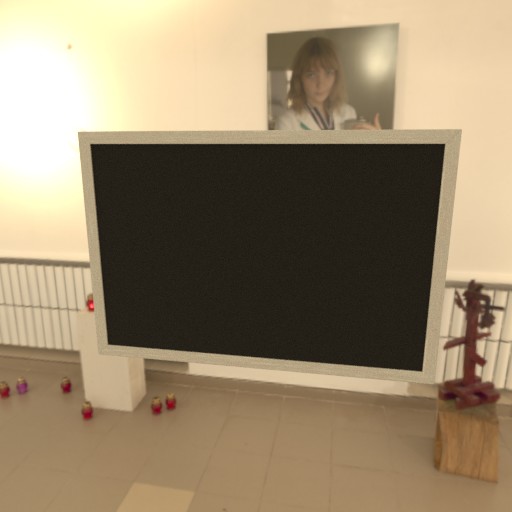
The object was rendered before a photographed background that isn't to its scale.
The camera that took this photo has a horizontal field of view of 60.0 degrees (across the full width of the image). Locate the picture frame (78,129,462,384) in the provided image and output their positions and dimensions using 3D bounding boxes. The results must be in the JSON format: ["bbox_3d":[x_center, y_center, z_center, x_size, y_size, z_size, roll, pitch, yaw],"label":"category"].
[{"bbox_3d":[0.000,0.000,1.175,0.950,0.640,0.029,3,14,10],"label":"picture frame"}]
